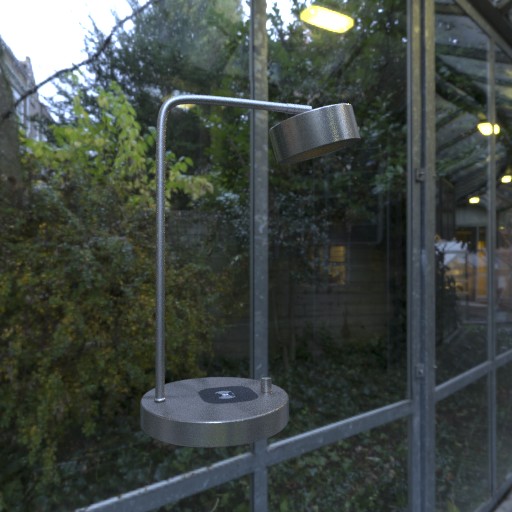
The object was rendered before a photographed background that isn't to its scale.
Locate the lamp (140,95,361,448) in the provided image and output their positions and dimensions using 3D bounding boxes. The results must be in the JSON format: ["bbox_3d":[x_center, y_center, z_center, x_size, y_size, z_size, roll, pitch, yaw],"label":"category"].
[{"bbox_3d":[0.000,0.000,0.663,0.334,0.469,0.211,0,-1,-18],"label":"lamp"}]
